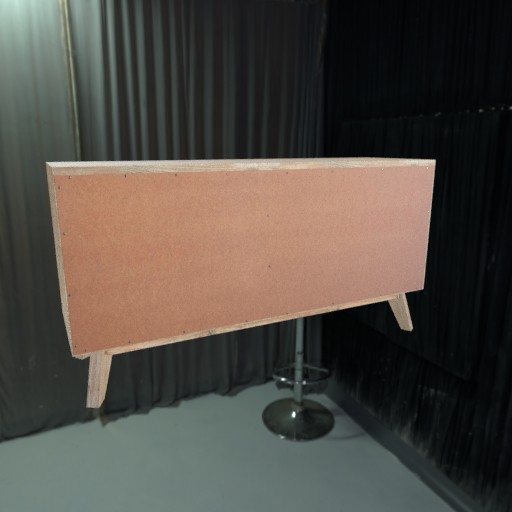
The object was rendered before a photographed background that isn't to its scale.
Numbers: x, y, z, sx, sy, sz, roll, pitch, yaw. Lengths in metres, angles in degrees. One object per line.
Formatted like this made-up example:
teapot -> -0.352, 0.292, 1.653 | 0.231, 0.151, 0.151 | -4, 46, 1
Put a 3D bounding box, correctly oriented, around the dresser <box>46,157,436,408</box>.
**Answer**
dresser -> 0.000, 0.000, 1.918 | 1.554, 0.805, 0.455 | -7, 16, -26
